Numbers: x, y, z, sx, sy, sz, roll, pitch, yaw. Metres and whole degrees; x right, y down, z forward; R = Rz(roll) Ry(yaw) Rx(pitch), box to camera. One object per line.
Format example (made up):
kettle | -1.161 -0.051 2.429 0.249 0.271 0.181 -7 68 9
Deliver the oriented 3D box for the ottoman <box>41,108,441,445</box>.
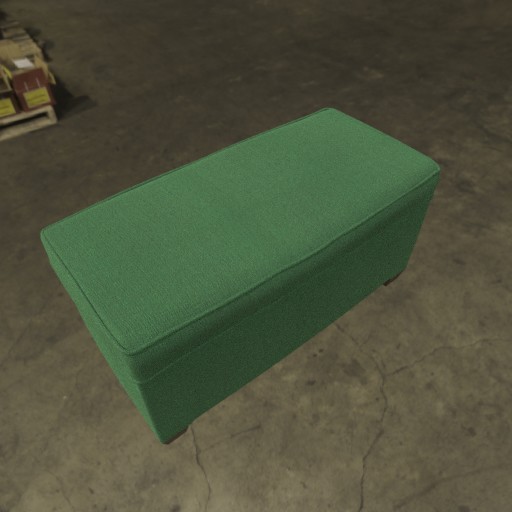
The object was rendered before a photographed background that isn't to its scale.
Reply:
ottoman | 0.000 0.000 1.244 0.957 0.471 0.483 -30 53 -25
